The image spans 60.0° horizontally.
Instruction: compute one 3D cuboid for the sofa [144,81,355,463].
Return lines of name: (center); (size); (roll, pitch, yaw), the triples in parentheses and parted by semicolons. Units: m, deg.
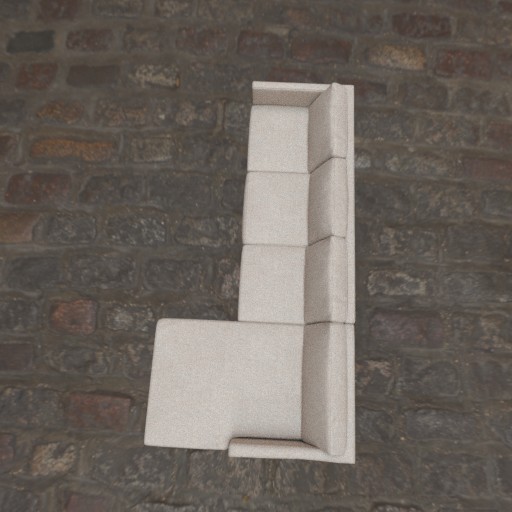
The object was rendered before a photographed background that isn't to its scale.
sofa: (0.000, 0.000, 3.865); (1.625, 0.846, 3.186); (3, 75, 1)
